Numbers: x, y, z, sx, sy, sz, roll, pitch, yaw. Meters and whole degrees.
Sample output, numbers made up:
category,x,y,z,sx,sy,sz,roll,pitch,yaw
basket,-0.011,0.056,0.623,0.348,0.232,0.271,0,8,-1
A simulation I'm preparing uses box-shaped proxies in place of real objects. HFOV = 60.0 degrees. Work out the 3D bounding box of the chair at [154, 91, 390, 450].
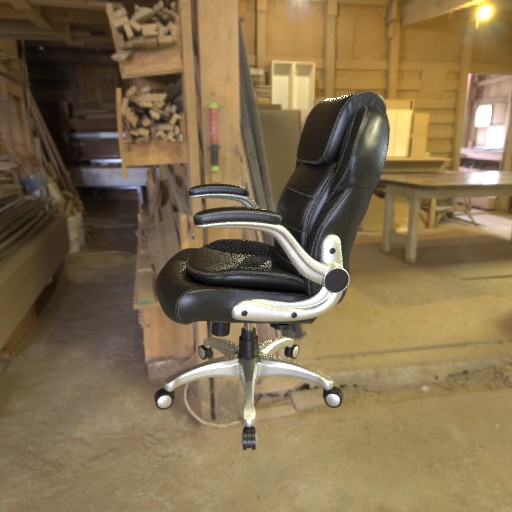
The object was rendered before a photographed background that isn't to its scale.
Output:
category,x,y,z,sx,sy,sz,roll,pitch,yaw
chair,0.000,0.000,1.650,0.801,1.141,0.724,-3,15,-9
